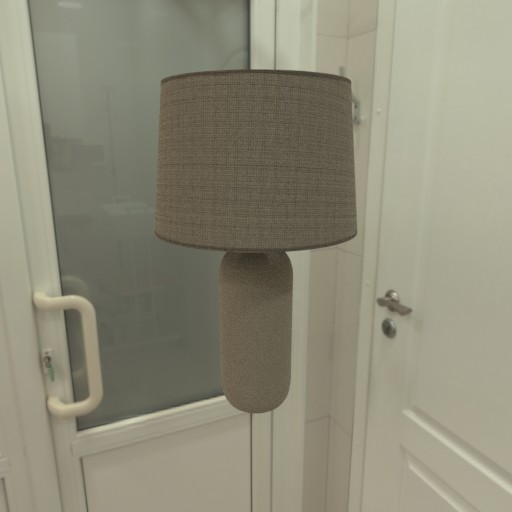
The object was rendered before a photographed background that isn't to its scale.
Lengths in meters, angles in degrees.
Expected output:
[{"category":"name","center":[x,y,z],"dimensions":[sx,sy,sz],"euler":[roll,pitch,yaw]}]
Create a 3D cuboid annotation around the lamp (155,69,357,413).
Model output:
[{"category":"lamp","center":[0.000,0.000,0.835],"dimensions":[0.367,0.609,0.367],"euler":[0,15,0]}]
